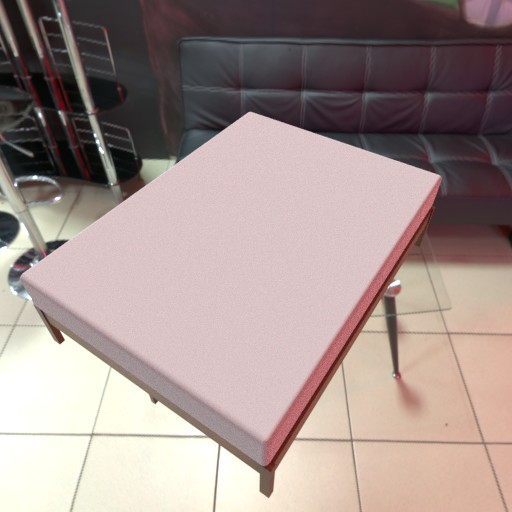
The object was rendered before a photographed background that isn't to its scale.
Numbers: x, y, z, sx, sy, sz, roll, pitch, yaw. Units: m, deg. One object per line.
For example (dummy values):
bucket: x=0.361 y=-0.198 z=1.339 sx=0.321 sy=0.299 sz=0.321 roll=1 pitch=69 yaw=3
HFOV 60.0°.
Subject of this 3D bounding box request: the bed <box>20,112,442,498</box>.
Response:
bed: x=0.000 y=0.000 z=2.722 sx=1.529 sy=0.593 sz=2.050 roll=26 pitch=51 yaw=23
